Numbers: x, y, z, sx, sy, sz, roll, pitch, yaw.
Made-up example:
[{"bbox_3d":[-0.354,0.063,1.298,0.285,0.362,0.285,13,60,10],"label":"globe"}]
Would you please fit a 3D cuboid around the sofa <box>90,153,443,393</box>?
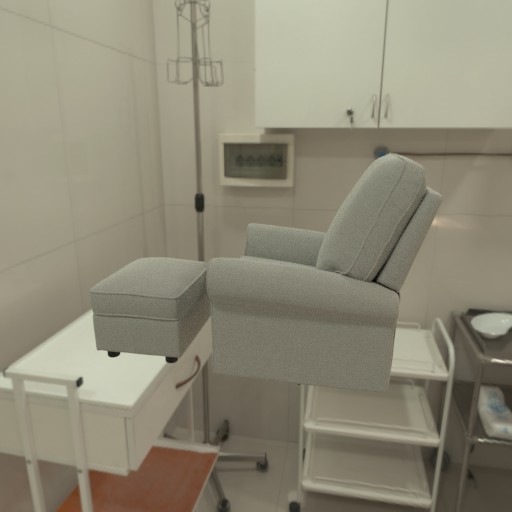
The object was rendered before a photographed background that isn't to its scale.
[{"bbox_3d":[0.000,0.000,2.109,1.478,0.959,0.880,3,16,10],"label":"sofa"}]
